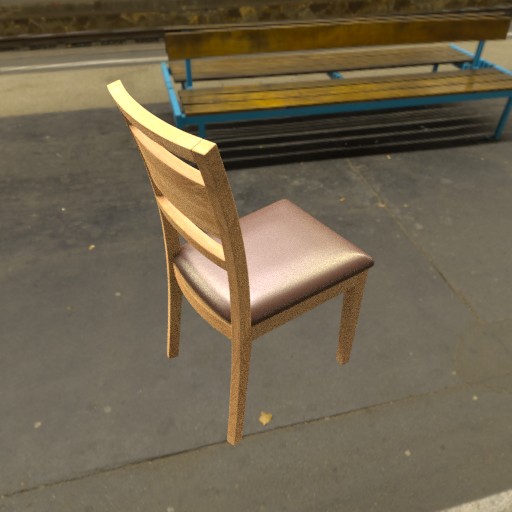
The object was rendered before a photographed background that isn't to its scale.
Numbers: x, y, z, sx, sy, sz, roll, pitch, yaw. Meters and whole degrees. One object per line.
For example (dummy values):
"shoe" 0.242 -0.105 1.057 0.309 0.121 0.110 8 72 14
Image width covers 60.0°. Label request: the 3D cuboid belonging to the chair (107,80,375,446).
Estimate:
"chair" 0.000 0.000 1.231 0.545 0.940 0.420 -25 46 -27
